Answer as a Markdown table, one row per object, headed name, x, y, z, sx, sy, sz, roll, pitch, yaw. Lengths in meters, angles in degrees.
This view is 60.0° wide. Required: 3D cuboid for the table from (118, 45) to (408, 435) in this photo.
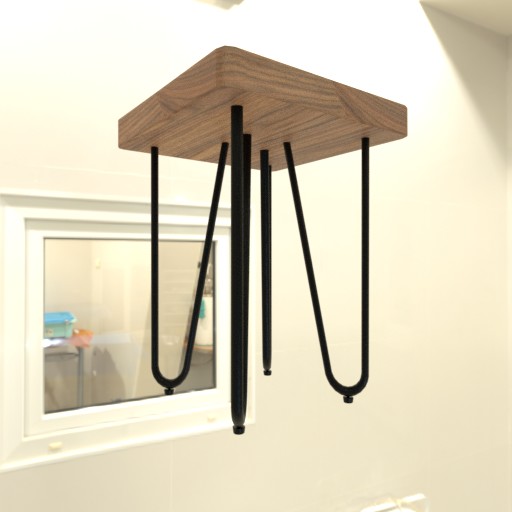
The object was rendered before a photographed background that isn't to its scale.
| name | x | y | z | sx | sy | sz | roll | pitch | yaw |
| --- | --- | --- | --- | --- | --- | --- | --- | --- | --- |
| table | 0.000 | 0.000 | 1.001 | 0.479 | 0.641 | 0.480 | 0 | -1 | -37 |
